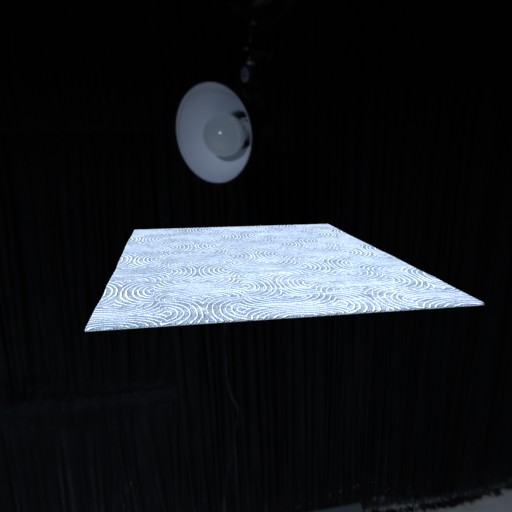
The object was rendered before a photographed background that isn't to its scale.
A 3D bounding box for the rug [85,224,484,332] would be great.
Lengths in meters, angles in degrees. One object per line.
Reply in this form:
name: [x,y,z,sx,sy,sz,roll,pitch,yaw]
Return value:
rug: [0.000,0.000,4.088,2.456,0.021,3.042,-2,14,-10]
